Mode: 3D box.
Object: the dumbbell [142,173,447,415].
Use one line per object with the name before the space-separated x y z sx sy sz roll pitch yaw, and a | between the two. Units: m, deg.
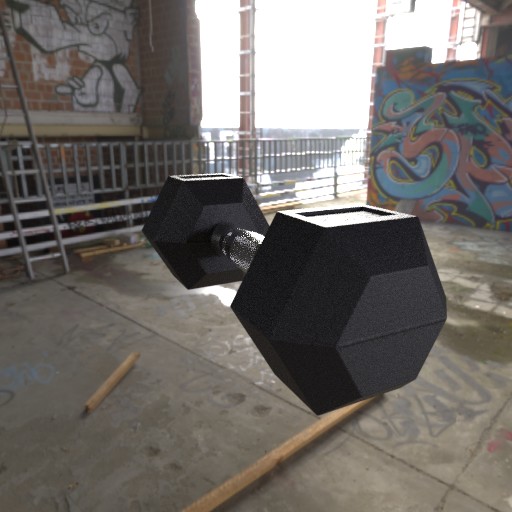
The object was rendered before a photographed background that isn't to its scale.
dumbbell | 0.000 0.000 0.341 0.116 0.101 0.297 -8 18 -26
